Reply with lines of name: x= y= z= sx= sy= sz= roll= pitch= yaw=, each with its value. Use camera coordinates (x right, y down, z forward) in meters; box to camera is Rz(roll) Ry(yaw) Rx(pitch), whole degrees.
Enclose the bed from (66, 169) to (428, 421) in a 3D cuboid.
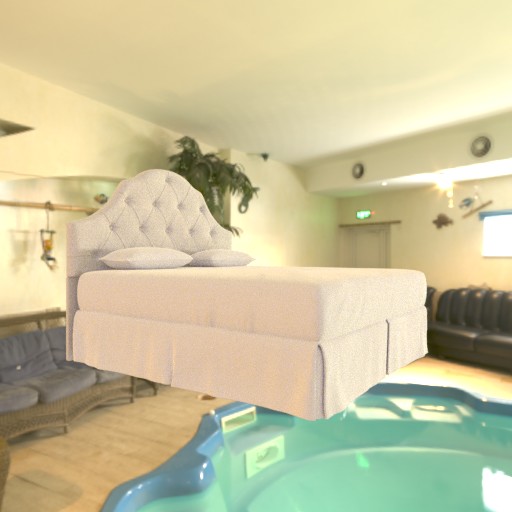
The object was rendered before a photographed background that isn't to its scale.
bed: x=0.000 y=0.000 z=3.562 sx=2.214 sy=1.615 sz=2.008 roll=0 pitch=0 yaw=36
